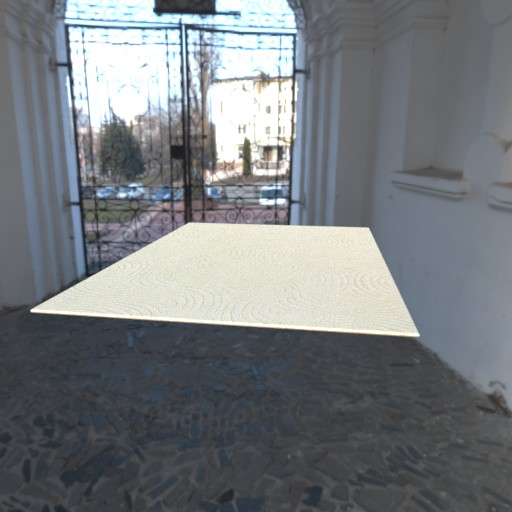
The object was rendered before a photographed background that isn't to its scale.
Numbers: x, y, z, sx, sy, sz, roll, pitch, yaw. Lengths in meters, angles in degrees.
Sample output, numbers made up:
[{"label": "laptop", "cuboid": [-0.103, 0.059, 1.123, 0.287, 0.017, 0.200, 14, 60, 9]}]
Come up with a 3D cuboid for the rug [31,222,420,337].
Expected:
[{"label": "rug", "cuboid": [0.000, 0.000, 2.715, 1.526, 0.015, 2.132, 2, 14, 9]}]
